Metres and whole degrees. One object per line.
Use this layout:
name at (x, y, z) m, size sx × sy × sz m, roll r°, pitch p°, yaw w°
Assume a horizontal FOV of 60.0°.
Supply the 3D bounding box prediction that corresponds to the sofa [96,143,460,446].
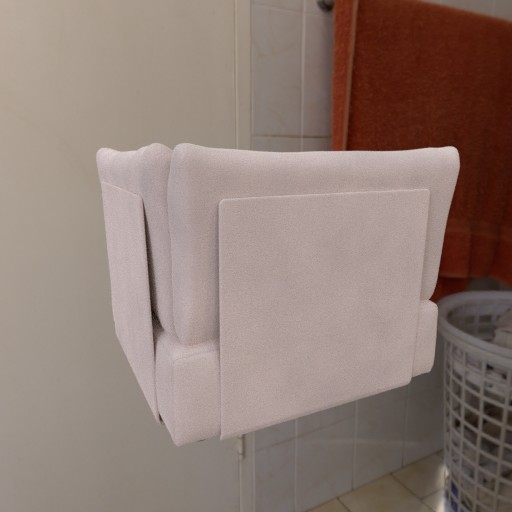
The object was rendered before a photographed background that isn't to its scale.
sofa at (0.000, 0.000, 1.704) m, size 1.000 × 0.820 × 1.000 m, roll -6°, pitch 15°, yaw -26°
